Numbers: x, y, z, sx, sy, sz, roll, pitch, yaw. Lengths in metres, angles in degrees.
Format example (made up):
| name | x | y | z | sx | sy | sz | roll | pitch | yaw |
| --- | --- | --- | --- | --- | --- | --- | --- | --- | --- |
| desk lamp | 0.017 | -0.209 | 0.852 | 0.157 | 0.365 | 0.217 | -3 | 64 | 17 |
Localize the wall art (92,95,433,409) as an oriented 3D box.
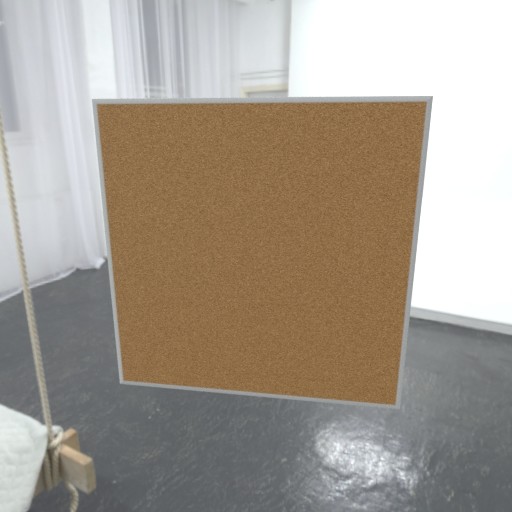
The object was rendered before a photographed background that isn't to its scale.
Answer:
| name | x | y | z | sx | sy | sz | roll | pitch | yaw |
| --- | --- | --- | --- | --- | --- | --- | --- | --- | --- |
| wall art | 0.000 | 0.000 | 0.454 | 0.305 | 0.304 | 0.038 | 3 | 17 | 9 |
